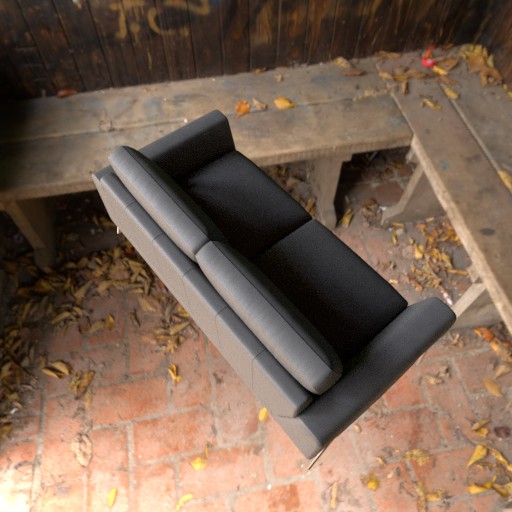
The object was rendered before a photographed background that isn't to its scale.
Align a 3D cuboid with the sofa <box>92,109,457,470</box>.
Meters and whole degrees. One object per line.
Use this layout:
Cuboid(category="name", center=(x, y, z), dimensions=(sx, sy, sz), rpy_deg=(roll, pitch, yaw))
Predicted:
Cuboid(category="sofa", center=(0.000, 0.000, 2.570), dimensions=(0.953, 0.875, 2.017), rpy_deg=(-35, 64, -20))
